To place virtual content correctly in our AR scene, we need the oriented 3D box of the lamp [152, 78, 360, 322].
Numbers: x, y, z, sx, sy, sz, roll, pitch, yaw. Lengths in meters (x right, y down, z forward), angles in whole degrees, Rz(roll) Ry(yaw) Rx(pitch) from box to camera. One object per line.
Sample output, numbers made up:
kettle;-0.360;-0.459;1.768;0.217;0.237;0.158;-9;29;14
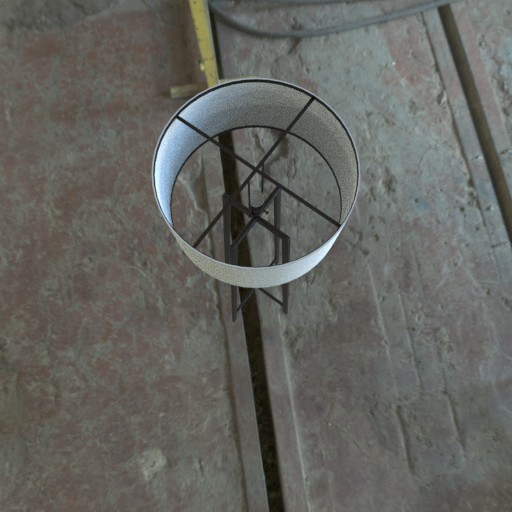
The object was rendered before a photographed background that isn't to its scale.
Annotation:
lamp;0.000;0.000;1.703;0.456;1.510;0.457;35;78;9
